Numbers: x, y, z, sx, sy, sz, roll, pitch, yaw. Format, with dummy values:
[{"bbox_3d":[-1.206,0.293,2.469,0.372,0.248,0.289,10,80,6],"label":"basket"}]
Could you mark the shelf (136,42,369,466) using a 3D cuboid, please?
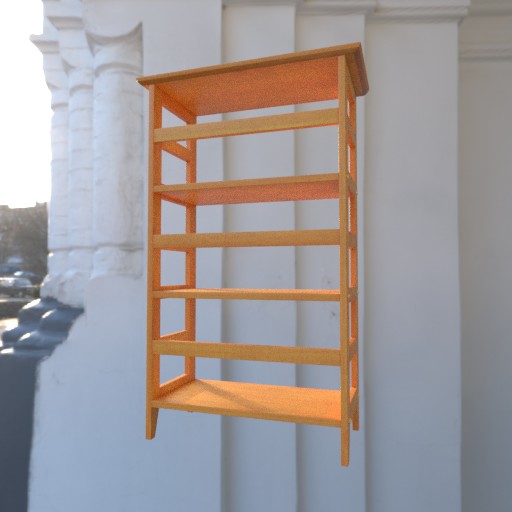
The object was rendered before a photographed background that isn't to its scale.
[{"bbox_3d":[0.000,0.000,1.350,0.660,1.067,0.305,-1,-2,18],"label":"shelf"}]
